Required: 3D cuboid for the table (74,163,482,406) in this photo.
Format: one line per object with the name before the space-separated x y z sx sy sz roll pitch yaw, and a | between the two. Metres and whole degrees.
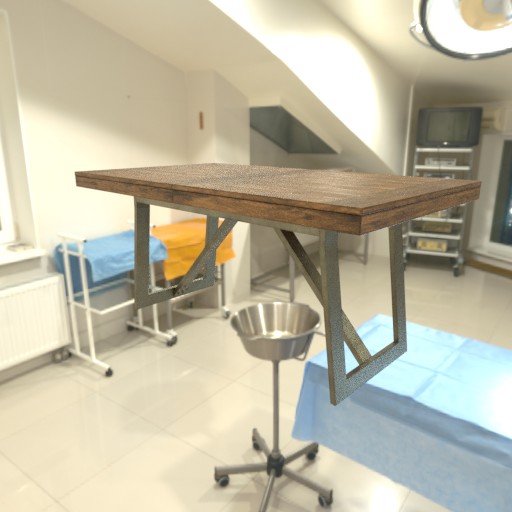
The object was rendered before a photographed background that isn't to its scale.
table | 0.000 0.000 2.119 1.641 0.757 0.931 14 21 42
